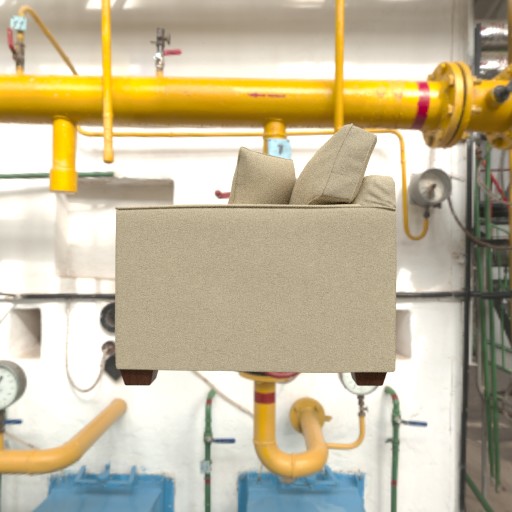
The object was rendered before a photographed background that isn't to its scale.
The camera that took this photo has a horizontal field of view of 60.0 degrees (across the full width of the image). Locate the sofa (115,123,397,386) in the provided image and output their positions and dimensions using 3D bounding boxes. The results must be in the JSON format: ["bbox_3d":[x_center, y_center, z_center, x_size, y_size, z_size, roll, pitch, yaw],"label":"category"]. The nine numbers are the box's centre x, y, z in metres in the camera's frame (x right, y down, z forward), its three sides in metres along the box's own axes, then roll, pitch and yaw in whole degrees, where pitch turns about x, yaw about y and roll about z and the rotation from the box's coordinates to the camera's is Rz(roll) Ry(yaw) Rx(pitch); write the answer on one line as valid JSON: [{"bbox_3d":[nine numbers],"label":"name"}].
[{"bbox_3d":[0.000,0.000,2.532,1.034,0.946,1.963,0,0,1],"label":"sofa"}]
